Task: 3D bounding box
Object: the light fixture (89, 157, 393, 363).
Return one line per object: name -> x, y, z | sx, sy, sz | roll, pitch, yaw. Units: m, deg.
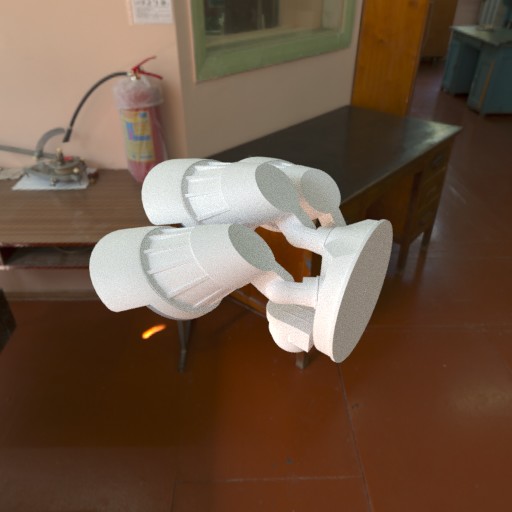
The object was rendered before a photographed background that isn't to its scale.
light fixture -> 0.000, 0.000, 0.540 | 0.278, 0.237, 0.369 | 20, 39, 27
